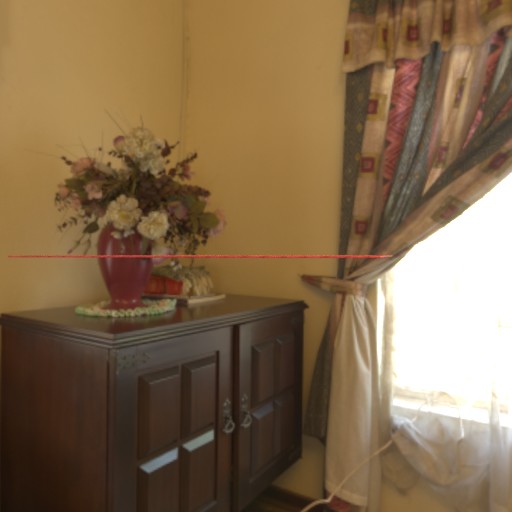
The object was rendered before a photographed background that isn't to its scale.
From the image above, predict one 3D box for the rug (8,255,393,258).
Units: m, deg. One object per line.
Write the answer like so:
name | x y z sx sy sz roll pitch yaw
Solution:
rug | 0.000 0.000 4.140 2.389 0.011 3.306 0 0 18
